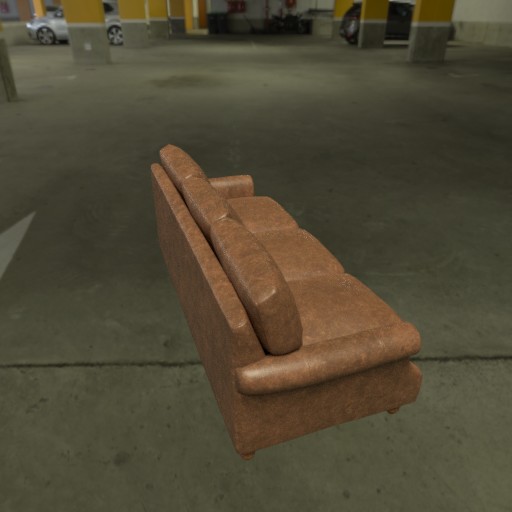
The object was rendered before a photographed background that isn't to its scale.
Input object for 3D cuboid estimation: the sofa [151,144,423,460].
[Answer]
[{"bbox_3d":[0.000,0.000,2.817,0.973,0.977,2.351,-10,30,-17],"label":"sofa"}]
